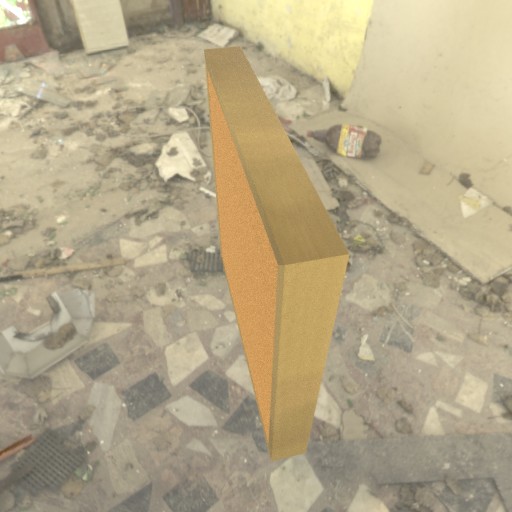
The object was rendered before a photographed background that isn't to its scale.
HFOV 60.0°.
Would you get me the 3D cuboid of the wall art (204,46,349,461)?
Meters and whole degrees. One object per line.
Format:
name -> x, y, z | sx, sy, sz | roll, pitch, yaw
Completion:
wall art -> 0.000, 0.000, 0.460 | 0.038, 0.305, 0.304 | -10, 47, -9
